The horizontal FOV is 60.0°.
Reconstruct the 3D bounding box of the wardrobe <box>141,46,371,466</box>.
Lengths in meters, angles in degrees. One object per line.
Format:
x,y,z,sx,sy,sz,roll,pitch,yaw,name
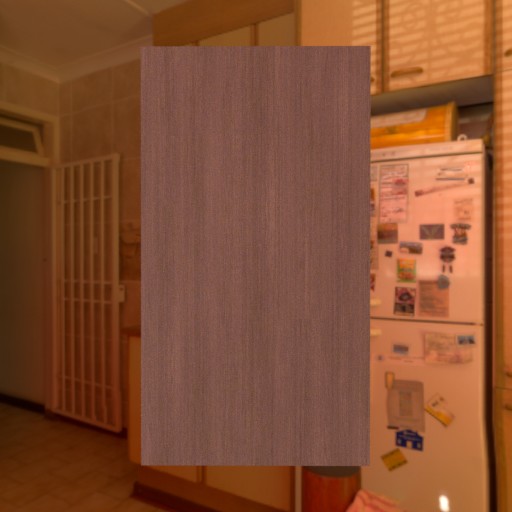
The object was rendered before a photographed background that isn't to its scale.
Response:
0.000,0.000,2.199,0.991,1.808,0.577,0,0,0,wardrobe
